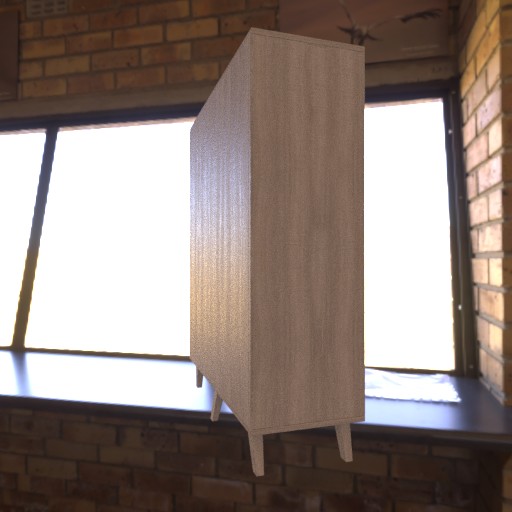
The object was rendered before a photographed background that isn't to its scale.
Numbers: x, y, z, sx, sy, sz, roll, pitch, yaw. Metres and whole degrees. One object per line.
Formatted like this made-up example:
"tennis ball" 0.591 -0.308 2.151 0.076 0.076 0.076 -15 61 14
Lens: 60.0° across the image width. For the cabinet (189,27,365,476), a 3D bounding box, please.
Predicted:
"cabinet" 0.000 0.000 1.936 0.398 1.388 1.111 0 0 -18
